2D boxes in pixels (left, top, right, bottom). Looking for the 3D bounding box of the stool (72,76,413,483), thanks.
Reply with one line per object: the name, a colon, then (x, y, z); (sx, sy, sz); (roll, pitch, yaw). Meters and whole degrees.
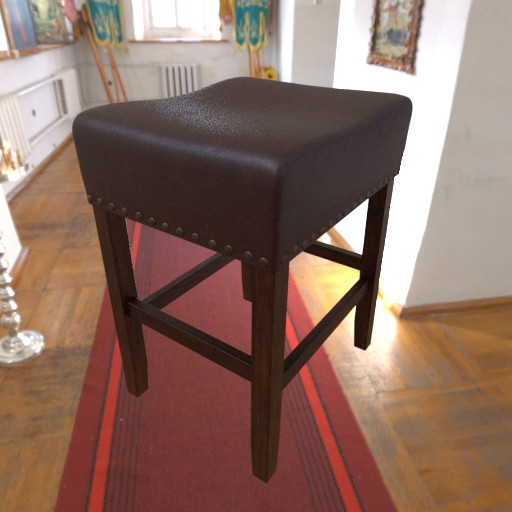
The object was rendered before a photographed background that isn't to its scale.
stool: (0.000, 0.000, 0.898); (0.397, 0.608, 0.465); (20, 36, 30)
